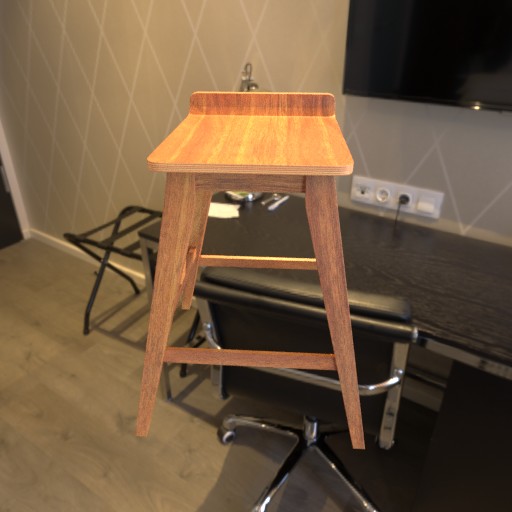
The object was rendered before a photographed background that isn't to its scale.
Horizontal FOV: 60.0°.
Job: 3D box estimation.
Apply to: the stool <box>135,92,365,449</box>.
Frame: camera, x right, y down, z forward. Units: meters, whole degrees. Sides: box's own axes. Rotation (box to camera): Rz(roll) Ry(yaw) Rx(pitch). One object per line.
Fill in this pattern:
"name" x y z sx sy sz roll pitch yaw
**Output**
"stool" 0.000 0.000 1.024 0.500 0.650 0.500 2 29 3
